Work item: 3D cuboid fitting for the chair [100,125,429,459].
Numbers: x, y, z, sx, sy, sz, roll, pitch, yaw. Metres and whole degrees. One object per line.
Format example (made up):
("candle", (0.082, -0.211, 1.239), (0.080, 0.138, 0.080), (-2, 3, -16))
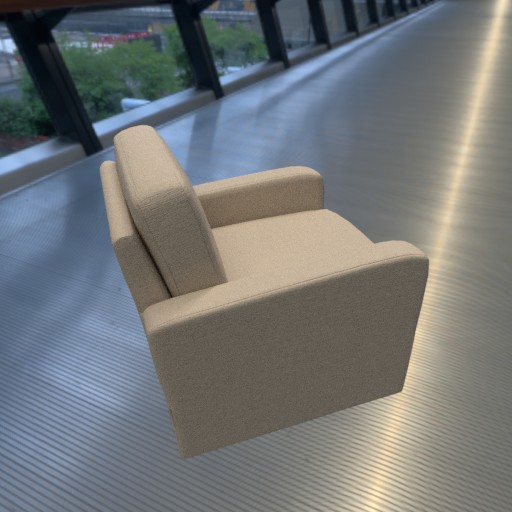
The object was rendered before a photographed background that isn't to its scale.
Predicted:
("chair", (0.000, 0.000, 1.495), (0.888, 0.827, 0.755), (-11, 33, -17))
